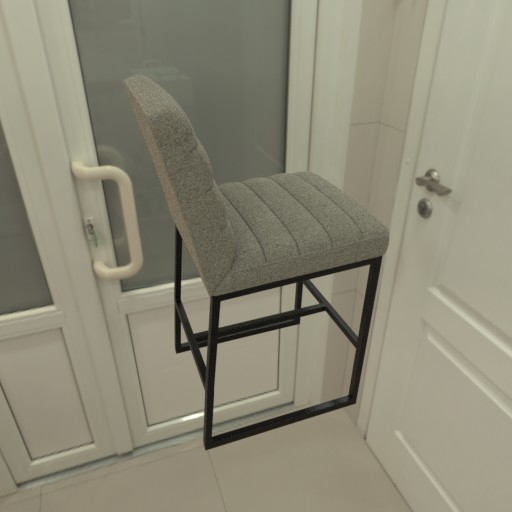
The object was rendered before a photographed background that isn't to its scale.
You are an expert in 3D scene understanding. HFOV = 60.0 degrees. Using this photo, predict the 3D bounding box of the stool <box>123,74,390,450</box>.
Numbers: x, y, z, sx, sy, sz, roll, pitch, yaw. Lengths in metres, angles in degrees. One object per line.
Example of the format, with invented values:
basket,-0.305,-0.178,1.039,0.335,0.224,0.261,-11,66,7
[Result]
stool,0.000,0.000,1.256,0.560,0.940,0.460,-11,32,-17
